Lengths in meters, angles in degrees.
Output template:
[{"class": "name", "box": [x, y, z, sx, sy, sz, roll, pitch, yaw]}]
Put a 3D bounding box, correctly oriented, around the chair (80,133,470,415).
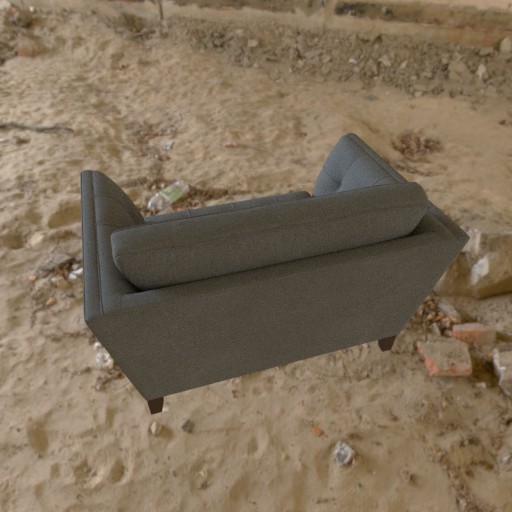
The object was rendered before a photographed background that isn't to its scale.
[{"class": "chair", "box": [0.000, 0.000, 2.043, 1.396, 0.942, 0.965, -11, 41, -13]}]
